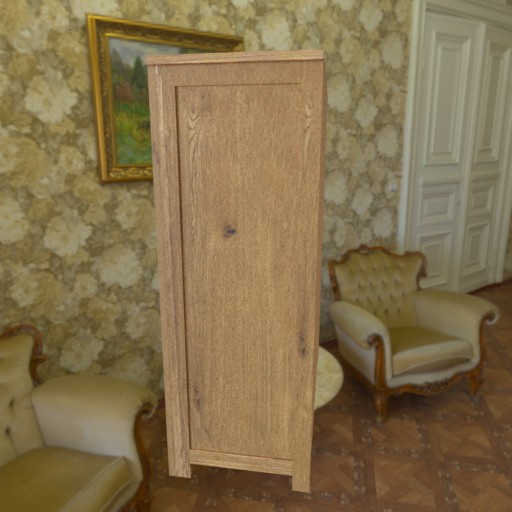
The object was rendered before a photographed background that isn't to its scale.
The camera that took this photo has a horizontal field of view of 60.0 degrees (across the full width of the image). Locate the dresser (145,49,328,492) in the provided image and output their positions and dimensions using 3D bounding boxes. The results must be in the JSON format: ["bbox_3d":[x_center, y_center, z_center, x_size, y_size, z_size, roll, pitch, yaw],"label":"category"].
[{"bbox_3d":[0.000,0.000,1.930,0.558,1.431,1.081,2,14,9],"label":"dresser"}]
